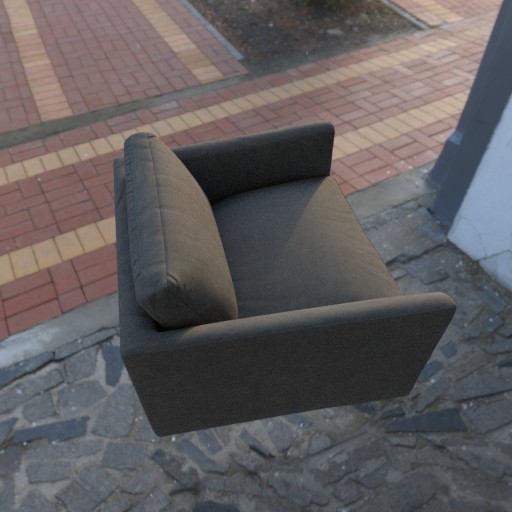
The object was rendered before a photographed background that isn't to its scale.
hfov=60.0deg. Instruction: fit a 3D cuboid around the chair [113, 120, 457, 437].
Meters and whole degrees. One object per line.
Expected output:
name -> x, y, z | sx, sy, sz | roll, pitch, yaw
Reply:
chair -> 0.000, 0.000, 1.889 | 1.091, 0.845, 1.190 | -10, 48, -9
